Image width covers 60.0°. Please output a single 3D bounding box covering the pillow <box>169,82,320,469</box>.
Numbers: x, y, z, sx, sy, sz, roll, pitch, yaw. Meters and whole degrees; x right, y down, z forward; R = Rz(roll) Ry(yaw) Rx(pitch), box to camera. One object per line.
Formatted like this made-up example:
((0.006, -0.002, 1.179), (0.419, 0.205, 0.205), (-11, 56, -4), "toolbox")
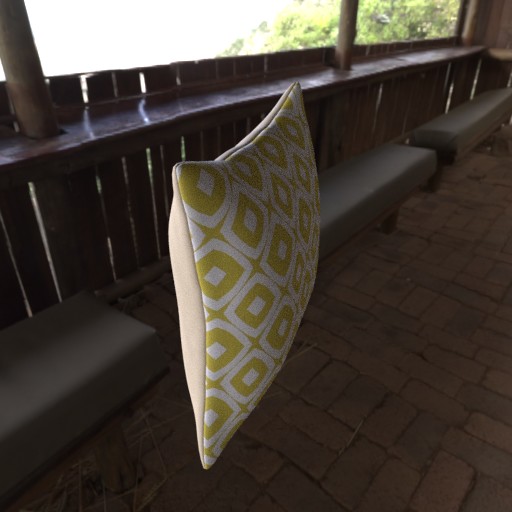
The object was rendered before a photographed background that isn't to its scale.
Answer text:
((0.000, 0.000, 0.770), (0.188, 0.494, 0.504), (10, 32, 16), "pillow")
